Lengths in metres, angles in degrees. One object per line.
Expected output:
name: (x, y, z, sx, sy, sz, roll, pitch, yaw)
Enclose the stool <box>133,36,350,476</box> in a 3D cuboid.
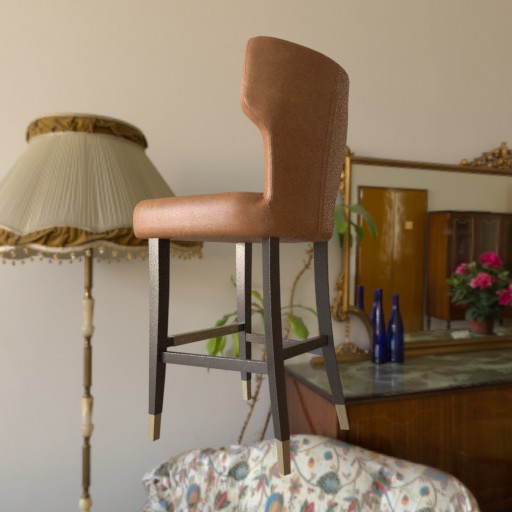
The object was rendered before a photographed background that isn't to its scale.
stool: (0.000, 0.000, 1.384, 0.563, 1.092, 0.526, 0, -1, 36)
